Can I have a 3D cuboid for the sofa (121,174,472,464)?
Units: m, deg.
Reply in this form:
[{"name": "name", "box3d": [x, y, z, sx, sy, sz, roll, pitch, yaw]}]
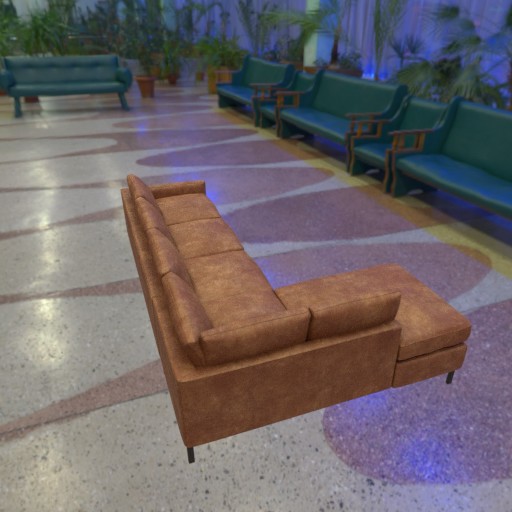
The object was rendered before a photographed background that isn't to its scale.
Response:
[{"name": "sofa", "box3d": [0.000, 0.000, 3.822, 1.938, 0.877, 2.984, -10, 31, -18]}]
